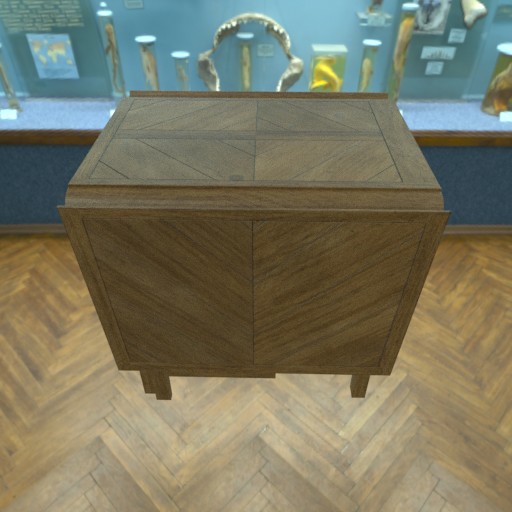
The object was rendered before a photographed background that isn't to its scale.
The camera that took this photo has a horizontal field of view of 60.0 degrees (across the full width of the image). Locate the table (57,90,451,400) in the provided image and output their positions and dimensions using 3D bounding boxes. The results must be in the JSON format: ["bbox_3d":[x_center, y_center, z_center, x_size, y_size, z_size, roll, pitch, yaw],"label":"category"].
[{"bbox_3d":[0.000,0.000,1.305,0.746,0.763,0.591,1,41,1],"label":"table"}]
